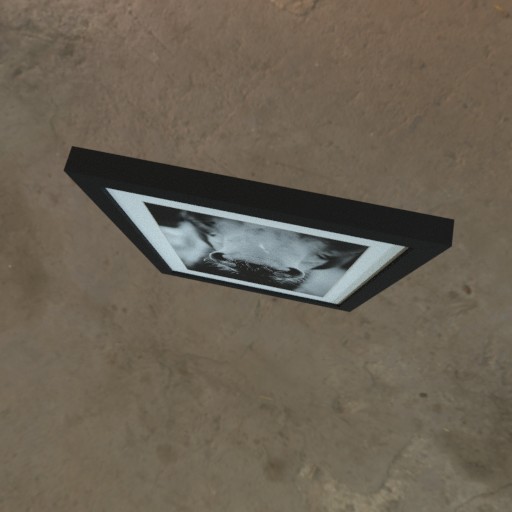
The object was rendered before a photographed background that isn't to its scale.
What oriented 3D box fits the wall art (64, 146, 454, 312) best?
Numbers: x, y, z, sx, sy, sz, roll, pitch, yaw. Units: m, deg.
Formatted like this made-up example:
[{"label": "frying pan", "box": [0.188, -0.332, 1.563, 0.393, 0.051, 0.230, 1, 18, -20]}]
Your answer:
[{"label": "wall art", "box": [0.000, 0.000, 0.566, 0.329, 0.404, 0.024, 11, 76, 3]}]
